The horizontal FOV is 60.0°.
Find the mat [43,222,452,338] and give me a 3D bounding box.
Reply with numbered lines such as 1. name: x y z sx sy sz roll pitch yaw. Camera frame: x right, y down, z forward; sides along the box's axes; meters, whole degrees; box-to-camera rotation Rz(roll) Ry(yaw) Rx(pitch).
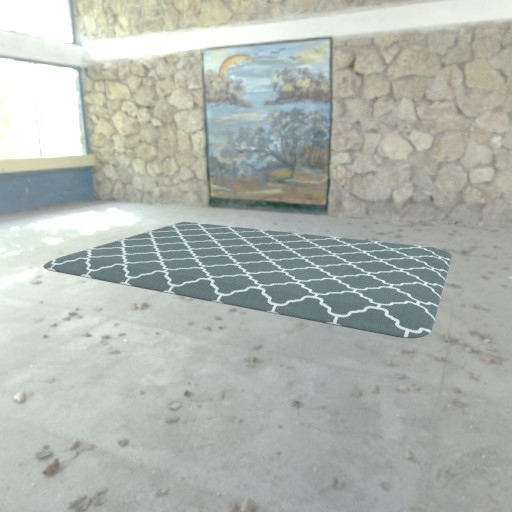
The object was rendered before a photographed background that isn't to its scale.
1. mat: 0.000 0.000 0.965 0.762 0.021 0.508 8 17 25
